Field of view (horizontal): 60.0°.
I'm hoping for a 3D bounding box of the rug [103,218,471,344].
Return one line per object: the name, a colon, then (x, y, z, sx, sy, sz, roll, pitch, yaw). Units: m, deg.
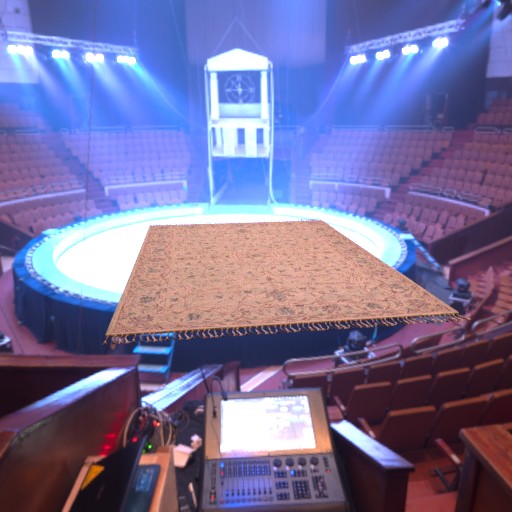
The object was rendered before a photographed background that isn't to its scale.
rug: (0.000, 0.000, 2.293, 1.247, 0.008, 1.802, -2, 16, -8)
